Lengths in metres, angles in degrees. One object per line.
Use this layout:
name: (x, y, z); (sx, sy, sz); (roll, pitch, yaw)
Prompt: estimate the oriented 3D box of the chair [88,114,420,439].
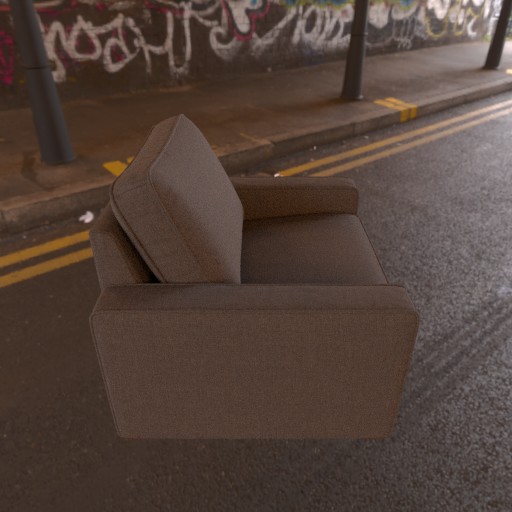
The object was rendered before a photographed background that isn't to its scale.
chair: (0.000, 0.000, 1.689); (0.940, 0.919, 1.017); (0, 32, 0)
